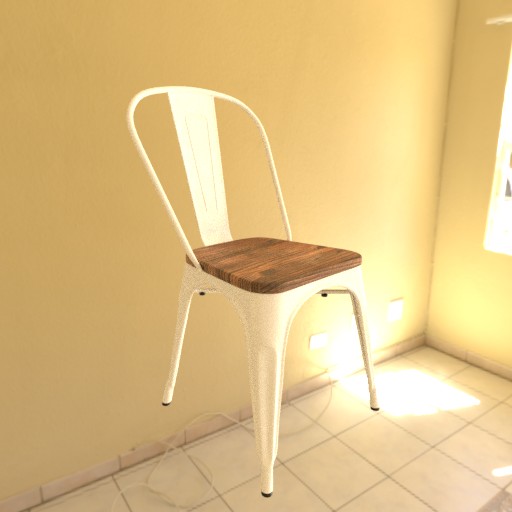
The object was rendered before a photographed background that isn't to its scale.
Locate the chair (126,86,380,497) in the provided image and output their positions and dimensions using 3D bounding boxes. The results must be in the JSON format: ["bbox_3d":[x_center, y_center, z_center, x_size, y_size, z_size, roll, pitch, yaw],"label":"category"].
[{"bbox_3d":[0.000,0.000,1.132,0.452,0.851,0.521,-14,20,-43],"label":"chair"}]
